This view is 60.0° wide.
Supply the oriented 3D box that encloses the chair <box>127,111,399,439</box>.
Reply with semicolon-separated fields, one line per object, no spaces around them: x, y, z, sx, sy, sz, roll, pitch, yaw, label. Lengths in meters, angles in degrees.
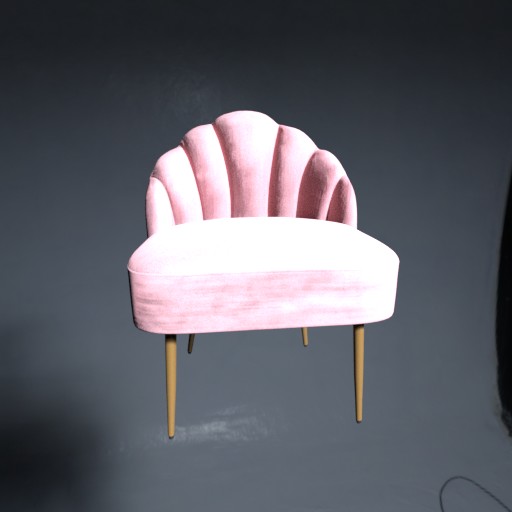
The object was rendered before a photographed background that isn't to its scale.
0.000;0.000;1.278;0.657;0.819;0.599;-2;16;-7;chair
